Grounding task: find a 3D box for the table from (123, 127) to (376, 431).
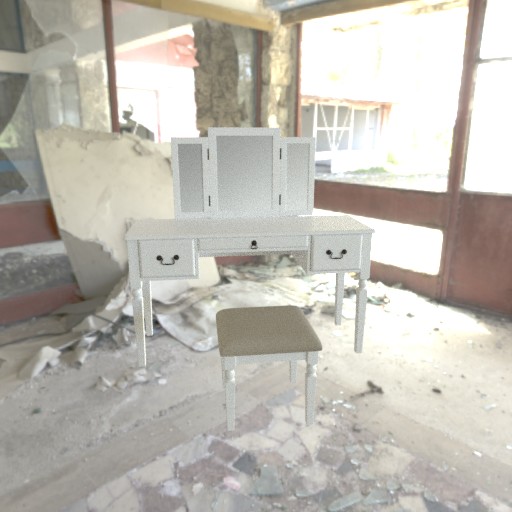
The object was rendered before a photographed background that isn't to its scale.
[{"bbox_3d":[0.000,0.000,2.326,1.369,1.310,1.115,-2,16,-7],"label":"table"}]
